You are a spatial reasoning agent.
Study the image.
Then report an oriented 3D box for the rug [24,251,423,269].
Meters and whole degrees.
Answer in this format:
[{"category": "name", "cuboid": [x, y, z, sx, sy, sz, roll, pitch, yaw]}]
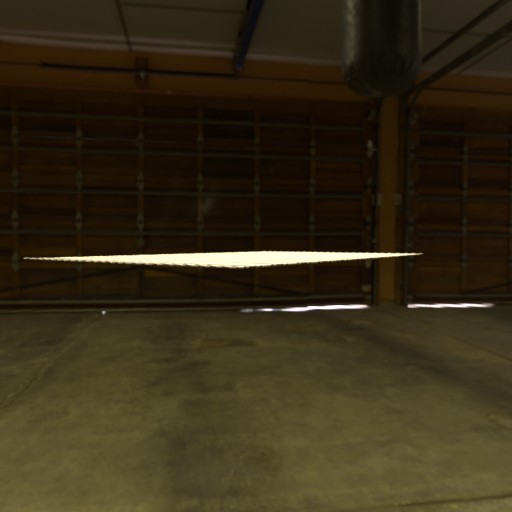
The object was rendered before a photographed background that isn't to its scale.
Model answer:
[{"category": "rug", "cuboid": [0.000, 0.000, 3.045, 1.563, 0.014, 2.425, 1, 2, 36]}]
